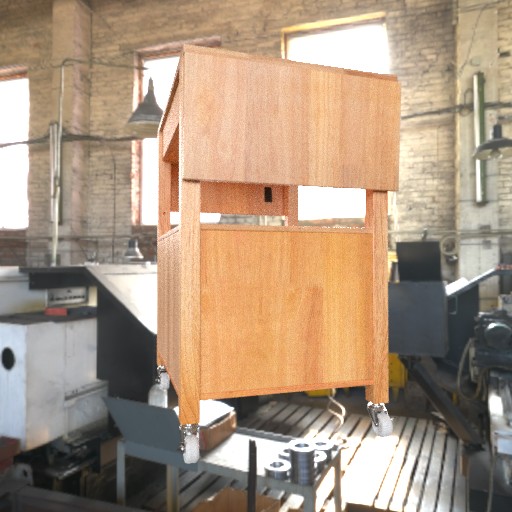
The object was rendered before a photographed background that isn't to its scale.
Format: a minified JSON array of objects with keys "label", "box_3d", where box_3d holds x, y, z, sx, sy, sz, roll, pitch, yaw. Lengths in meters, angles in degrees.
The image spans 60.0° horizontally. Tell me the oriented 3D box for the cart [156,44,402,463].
[{"label":"cart","box_3d":[0.000,0.000,1.244,0.508,0.838,0.640,0,-1,-17]}]
